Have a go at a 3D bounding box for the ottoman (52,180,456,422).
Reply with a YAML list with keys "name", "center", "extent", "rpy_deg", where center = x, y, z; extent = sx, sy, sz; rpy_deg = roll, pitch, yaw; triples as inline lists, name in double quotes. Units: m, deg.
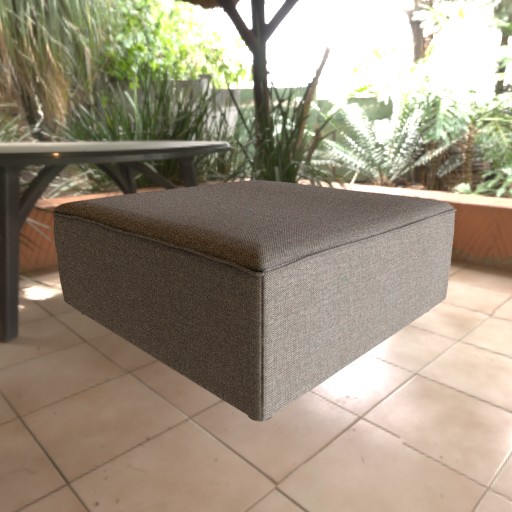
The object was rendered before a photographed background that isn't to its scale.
- name: "ottoman"
  center: [0.000, 0.000, 1.580]
  extent: [1.017, 0.423, 1.023]
  rpy_deg: [15, 22, 42]
